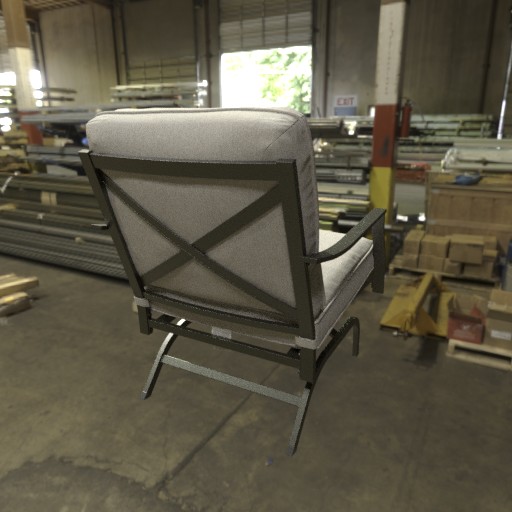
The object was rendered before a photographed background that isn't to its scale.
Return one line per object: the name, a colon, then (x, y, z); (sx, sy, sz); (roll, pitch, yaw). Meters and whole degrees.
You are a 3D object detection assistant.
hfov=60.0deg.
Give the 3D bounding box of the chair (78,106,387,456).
chair: (0.000, 0.000, 1.371); (0.650, 0.860, 0.787); (9, 19, 27)
